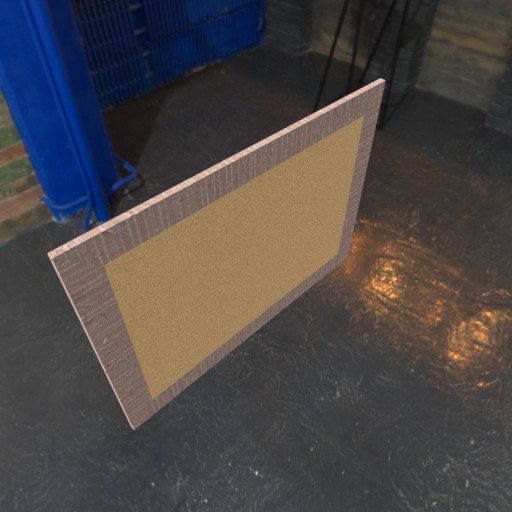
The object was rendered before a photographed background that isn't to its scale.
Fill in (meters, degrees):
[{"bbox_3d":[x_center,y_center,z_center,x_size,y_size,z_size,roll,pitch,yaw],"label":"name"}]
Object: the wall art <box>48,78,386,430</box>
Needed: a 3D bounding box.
[{"bbox_3d":[0.000,0.000,1.342,1.056,0.761,0.020,-35,55,-29],"label":"wall art"}]
